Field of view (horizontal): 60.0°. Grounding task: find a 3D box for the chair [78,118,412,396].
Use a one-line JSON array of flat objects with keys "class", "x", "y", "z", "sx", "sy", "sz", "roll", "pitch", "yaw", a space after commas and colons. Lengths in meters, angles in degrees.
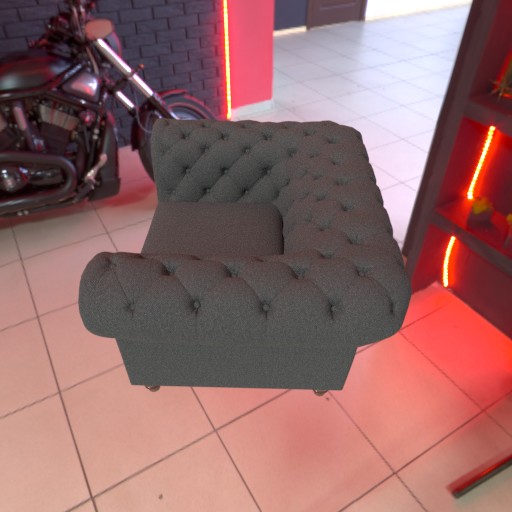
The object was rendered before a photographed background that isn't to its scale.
[{"class": "chair", "x": 0.000, "y": 0.000, "z": 1.889, "sx": 0.976, "sy": 0.770, "sz": 1.270, "roll": 1, "pitch": 41, "yaw": 1}]
